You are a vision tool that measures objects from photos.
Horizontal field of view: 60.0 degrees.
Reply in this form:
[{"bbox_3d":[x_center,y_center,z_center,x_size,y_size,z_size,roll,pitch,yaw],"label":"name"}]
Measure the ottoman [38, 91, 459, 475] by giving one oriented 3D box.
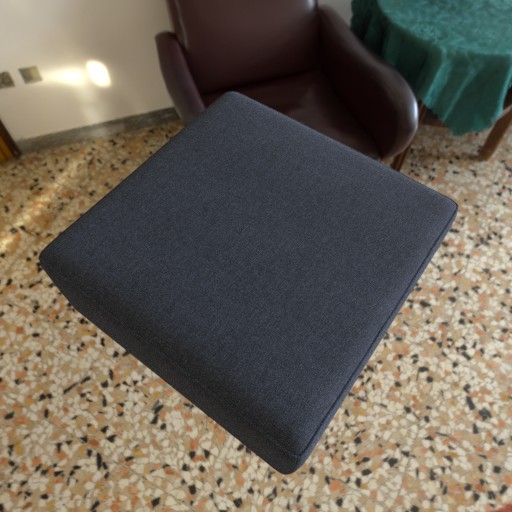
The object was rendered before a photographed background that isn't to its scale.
[{"bbox_3d":[0.000,0.000,1.552,1.000,0.439,1.000,32,64,18],"label":"ottoman"}]
